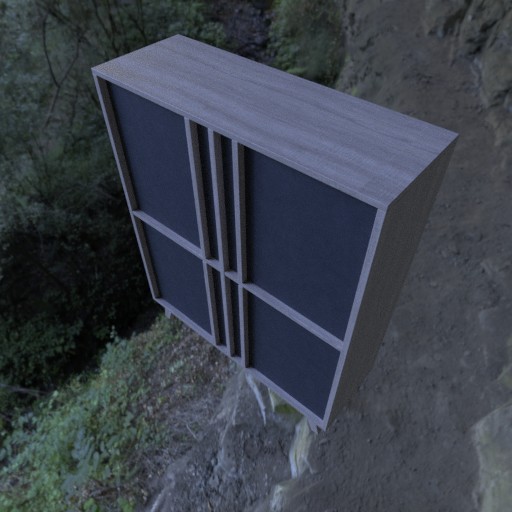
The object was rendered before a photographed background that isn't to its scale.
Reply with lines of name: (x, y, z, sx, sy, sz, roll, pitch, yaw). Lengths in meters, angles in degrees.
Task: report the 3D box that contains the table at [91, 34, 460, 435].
table: (0.000, 0.000, 1.842, 1.111, 1.388, 0.398, 31, 54, 27)
